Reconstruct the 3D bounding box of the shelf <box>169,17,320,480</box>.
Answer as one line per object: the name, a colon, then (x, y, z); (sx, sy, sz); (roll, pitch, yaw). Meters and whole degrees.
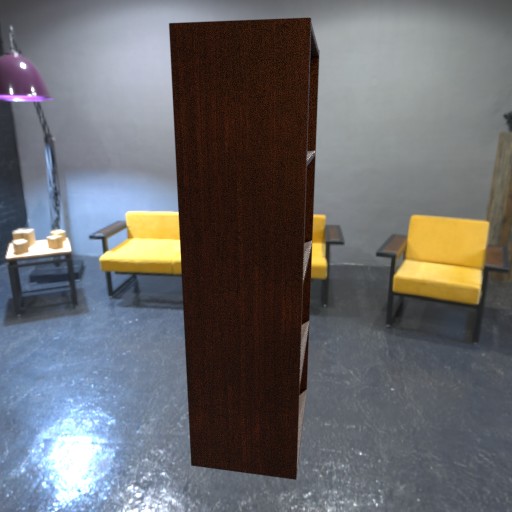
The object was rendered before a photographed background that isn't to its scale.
shelf: (0.000, 0.000, 1.233); (0.290, 1.099, 0.415); (3, 17, 10)
